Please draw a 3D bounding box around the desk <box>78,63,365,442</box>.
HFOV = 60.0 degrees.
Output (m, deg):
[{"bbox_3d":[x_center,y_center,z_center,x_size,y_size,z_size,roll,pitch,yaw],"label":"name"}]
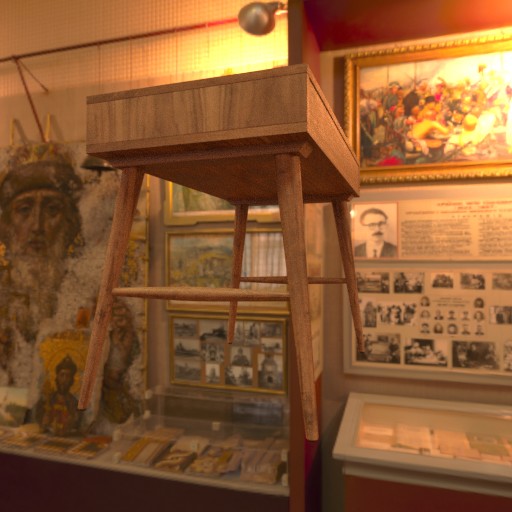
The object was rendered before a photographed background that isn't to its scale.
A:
[{"bbox_3d":[0.000,0.000,1.420,0.588,0.758,0.949,0,-1,19],"label":"desk"}]
